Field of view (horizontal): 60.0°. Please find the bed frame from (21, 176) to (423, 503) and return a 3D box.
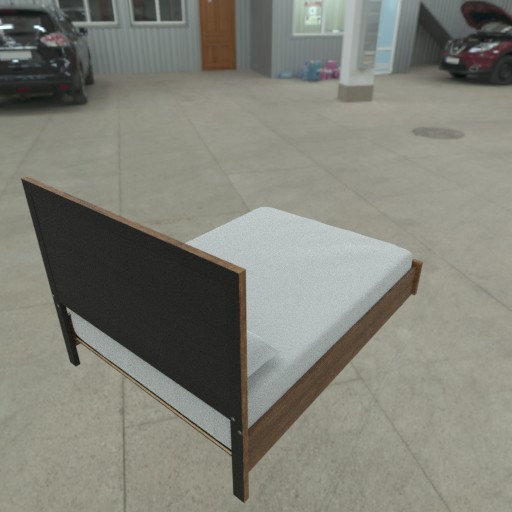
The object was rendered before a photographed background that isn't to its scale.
[{"bbox_3d":[0.000,0.000,3.231,1.696,1.417,2.276,22,36,34],"label":"bed frame"}]
